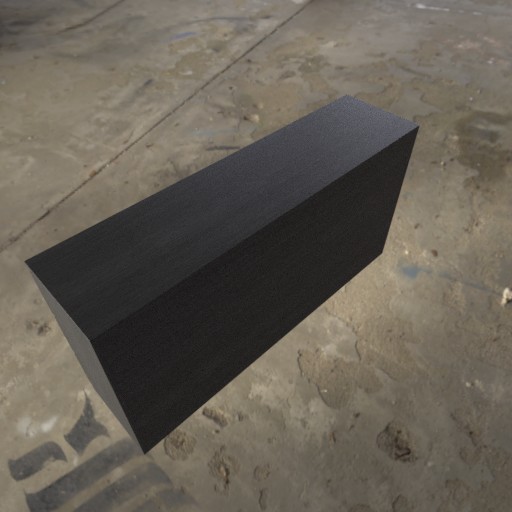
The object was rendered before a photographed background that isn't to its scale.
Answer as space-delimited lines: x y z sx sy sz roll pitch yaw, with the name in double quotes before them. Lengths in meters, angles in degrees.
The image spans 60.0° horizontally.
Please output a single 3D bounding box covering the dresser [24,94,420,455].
"dresser" 0.000 0.000 1.927 1.590 0.795 0.400 -35 55 -29
